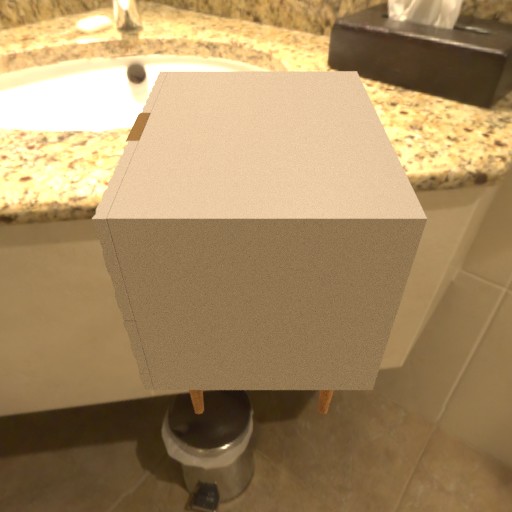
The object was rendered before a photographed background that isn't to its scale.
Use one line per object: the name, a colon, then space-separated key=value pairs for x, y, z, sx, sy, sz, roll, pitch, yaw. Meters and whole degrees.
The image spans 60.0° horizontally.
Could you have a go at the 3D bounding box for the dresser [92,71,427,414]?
dresser: x=0.000 y=0.000 z=0.911 sx=0.414 sy=0.568 sz=0.503 roll=0 pitch=42 yaw=0
